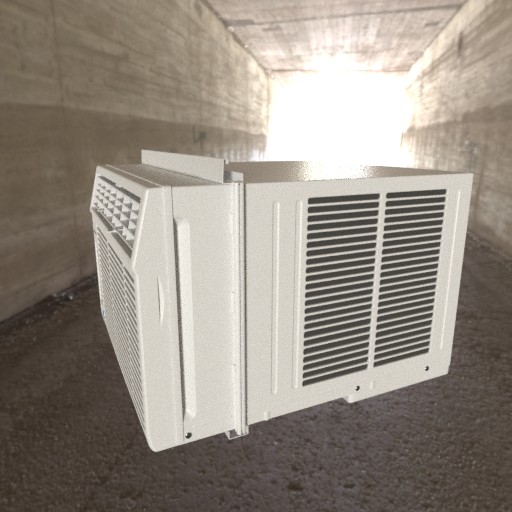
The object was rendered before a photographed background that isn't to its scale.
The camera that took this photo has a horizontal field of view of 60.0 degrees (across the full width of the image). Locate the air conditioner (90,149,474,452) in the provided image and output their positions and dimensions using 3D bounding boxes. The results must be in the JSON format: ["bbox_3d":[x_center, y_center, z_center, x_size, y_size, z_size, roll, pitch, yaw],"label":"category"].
[{"bbox_3d":[0.000,0.000,0.847,0.546,0.388,0.503,-7,16,-24],"label":"air conditioner"}]
